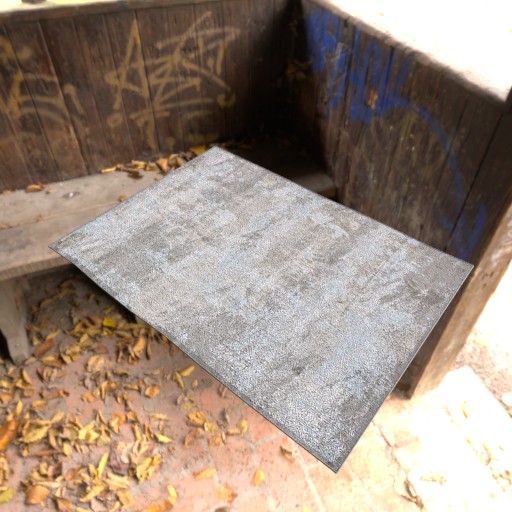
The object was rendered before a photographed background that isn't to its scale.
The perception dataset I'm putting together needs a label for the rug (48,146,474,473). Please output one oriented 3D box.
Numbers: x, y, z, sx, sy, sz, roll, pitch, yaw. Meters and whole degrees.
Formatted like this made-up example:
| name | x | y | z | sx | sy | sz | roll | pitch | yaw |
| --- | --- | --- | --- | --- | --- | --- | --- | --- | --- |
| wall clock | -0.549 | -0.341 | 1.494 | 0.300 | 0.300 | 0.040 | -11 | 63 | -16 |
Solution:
| name | x | y | z | sx | sy | sz | roll | pitch | yaw |
| --- | --- | --- | --- | --- | --- | --- | --- | --- | --- |
| rug | 0.000 | 0.000 | 4.228 | 3.307 | 0.013 | 2.393 | 30 | 52 | 27 |
